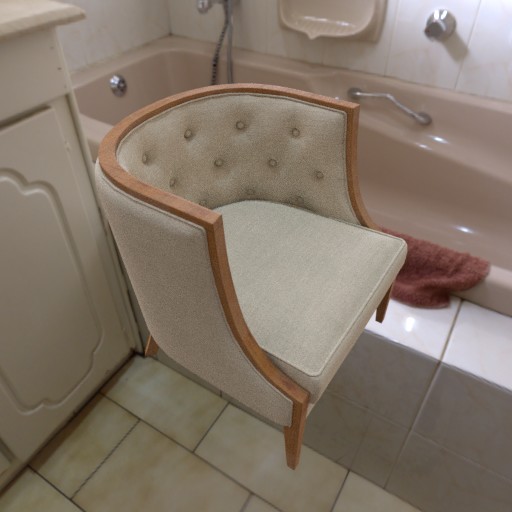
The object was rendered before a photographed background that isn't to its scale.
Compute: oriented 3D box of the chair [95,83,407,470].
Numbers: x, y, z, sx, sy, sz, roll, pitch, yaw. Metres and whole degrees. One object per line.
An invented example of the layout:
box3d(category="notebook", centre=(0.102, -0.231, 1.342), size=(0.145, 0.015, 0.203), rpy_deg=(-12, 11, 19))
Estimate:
box3d(category="chair", centre=(0.000, 0.000, 1.356), size=(0.757, 0.775, 0.711), rpy_deg=(24, 46, 25))
